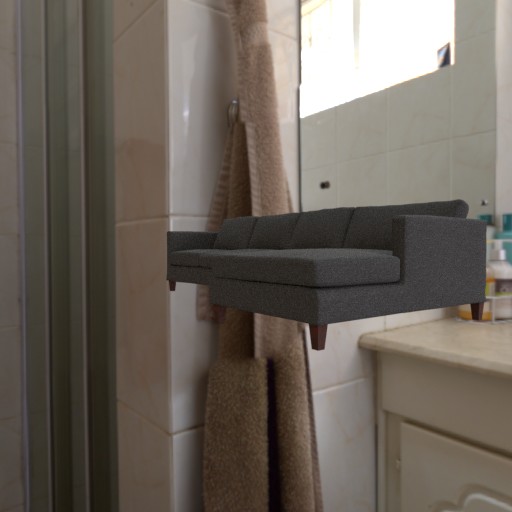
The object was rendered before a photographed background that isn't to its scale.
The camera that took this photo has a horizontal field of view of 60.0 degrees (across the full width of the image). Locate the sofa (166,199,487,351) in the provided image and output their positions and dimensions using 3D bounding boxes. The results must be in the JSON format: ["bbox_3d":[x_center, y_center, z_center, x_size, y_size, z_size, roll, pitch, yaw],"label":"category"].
[{"bbox_3d":[0.000,0.000,3.837,1.625,0.846,3.186,-1,1,-36],"label":"sofa"}]
